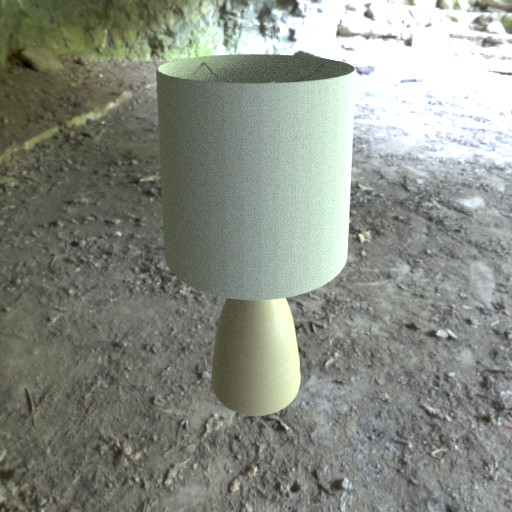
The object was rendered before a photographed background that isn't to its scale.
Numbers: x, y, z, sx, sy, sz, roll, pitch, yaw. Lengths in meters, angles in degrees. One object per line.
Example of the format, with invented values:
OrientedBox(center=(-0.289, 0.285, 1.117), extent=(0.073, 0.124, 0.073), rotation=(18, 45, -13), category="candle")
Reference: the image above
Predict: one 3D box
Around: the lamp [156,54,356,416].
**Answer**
OrientedBox(center=(0.000, 0.000, 0.465), extent=(0.186, 0.369, 0.186), rotation=(0, 31, 0), category="lamp")
